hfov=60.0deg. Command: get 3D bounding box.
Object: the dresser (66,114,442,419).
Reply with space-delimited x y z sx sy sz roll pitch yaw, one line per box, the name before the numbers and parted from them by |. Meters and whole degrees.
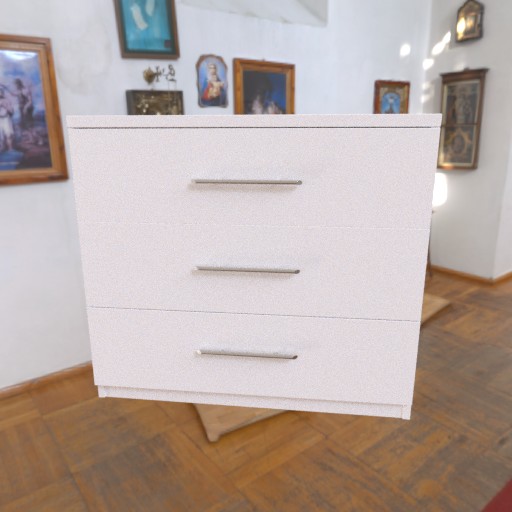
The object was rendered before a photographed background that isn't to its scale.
dresser | 0.000 0.000 1.247 0.830 0.740 0.420 2 15 7
